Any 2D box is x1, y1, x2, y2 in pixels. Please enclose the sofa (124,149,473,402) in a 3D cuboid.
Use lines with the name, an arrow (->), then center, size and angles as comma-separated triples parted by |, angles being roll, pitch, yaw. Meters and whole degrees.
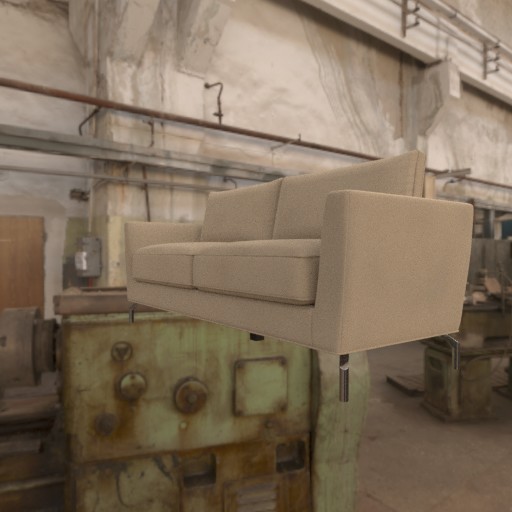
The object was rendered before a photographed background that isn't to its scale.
sofa -> 0.000, 0.000, 2.648 | 0.868, 1.005, 2.214 | -1, 1, -36
